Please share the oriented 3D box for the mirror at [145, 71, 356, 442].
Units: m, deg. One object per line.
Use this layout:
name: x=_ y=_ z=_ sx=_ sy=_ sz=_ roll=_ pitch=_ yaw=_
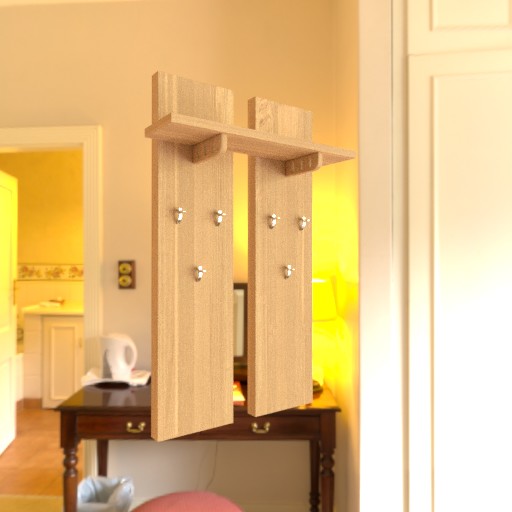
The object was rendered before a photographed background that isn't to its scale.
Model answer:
mirror: x=0.000 y=0.000 z=1.636 sx=0.800 sy=1.250 sz=0.260 roll=0 pitch=-1 yaw=-36
